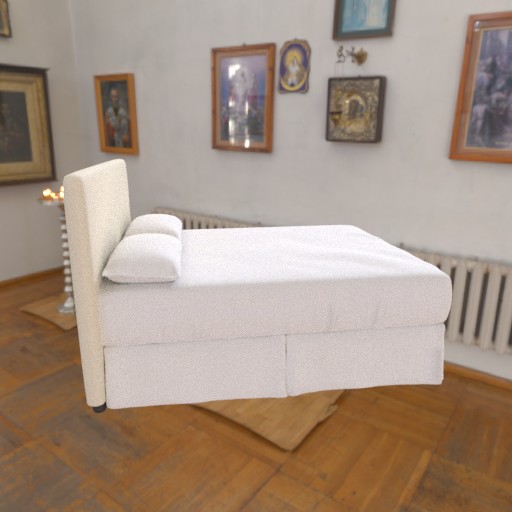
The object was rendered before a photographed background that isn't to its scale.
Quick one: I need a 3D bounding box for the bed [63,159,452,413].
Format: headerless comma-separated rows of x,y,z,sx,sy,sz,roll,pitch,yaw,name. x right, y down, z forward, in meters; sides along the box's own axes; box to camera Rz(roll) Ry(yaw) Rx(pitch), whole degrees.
0.000,0.000,3.202,2.147,1.330,1.714,-2,15,-9,bed
